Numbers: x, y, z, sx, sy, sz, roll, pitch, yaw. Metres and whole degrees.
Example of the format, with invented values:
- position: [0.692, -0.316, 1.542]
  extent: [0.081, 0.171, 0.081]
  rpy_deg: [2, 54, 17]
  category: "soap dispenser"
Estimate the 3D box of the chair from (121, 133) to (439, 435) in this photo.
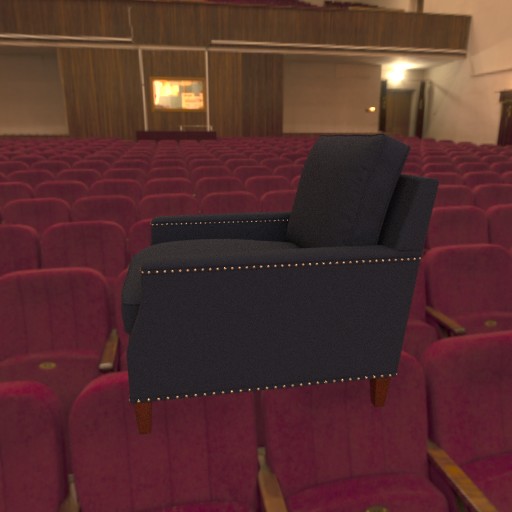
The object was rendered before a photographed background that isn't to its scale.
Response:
- position: [0.000, 0.000, 1.771]
  extent: [1.014, 0.943, 0.853]
  rpy_deg: [-3, 15, -10]
  category: "chair"
